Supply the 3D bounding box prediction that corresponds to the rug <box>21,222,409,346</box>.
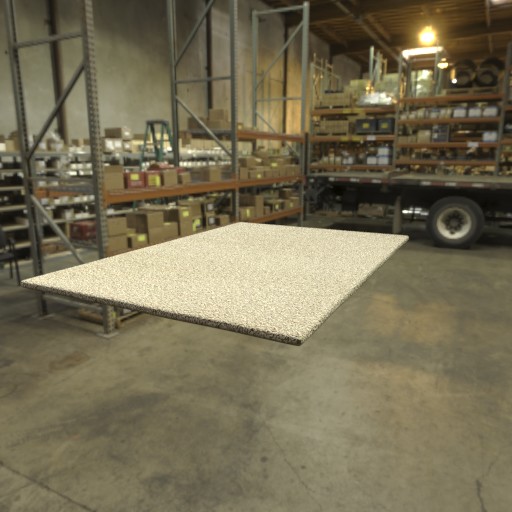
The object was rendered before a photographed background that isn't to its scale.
[{"bbox_3d":[0.000,0.000,2.271,1.219,0.030,1.778,7,15,27],"label":"rug"}]
